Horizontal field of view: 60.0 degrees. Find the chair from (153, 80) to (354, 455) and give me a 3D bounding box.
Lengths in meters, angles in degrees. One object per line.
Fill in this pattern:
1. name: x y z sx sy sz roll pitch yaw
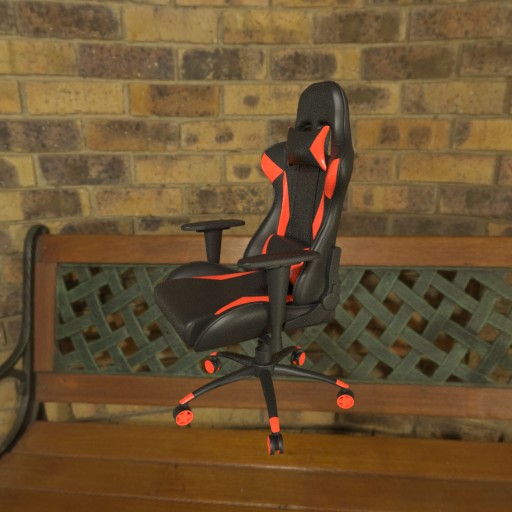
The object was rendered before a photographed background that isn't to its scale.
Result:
1. chair: 0.000 0.000 1.711 0.730 1.282 0.695 -7 17 -25
